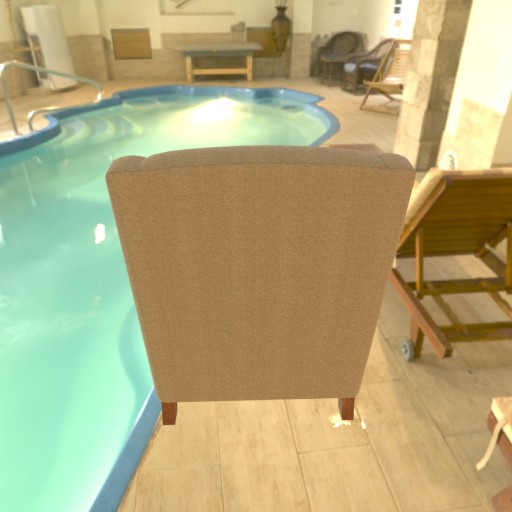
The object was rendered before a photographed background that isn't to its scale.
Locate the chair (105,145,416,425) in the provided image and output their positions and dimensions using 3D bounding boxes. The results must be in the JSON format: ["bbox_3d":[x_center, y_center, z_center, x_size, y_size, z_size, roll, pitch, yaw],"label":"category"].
[{"bbox_3d":[0.000,0.000,1.607,0.715,1.017,0.890,-1,30,-2],"label":"chair"}]
